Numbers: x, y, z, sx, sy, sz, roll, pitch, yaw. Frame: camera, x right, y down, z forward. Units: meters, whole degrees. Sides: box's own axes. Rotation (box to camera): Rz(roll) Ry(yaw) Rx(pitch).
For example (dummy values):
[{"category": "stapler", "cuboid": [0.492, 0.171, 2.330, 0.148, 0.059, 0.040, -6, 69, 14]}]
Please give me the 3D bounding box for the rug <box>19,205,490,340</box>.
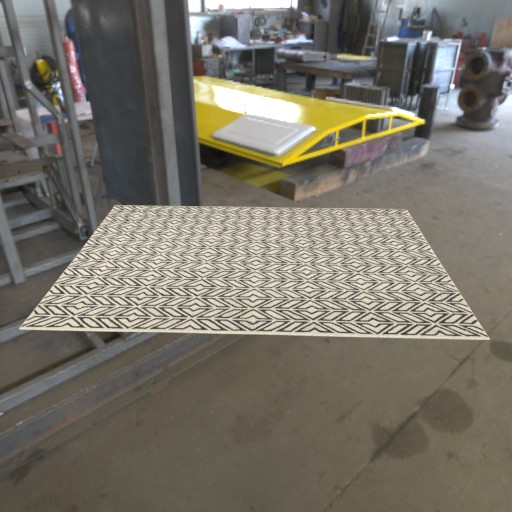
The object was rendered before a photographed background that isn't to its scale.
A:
[{"category": "rug", "cuboid": [0.000, 0.000, 2.246, 1.828, 0.007, 1.220, 1, 30, 2]}]
